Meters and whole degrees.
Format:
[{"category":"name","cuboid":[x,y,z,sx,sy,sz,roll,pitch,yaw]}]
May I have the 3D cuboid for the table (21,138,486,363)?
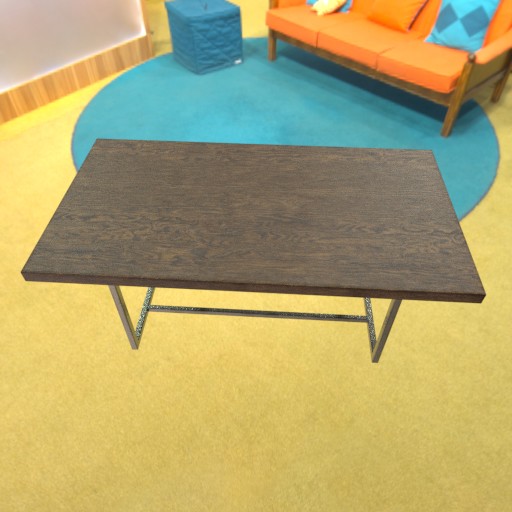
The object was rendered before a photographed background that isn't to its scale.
[{"category":"table","cuboid":[0.000,0.000,2.540,1.989,0.795,1.078,3,47,2]}]
